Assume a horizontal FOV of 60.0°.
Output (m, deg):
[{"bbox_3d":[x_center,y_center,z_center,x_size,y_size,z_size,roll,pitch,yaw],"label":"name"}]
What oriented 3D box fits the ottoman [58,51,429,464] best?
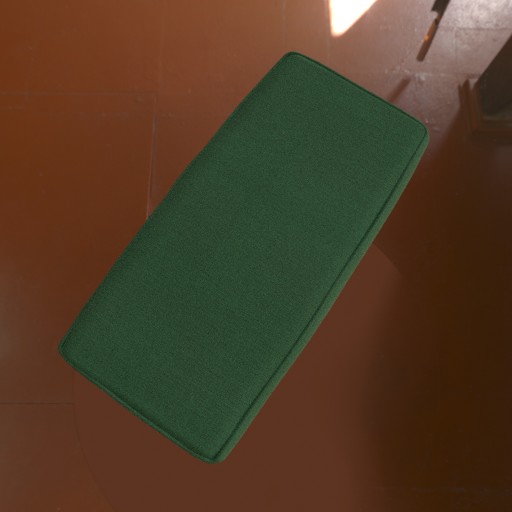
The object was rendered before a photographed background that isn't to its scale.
[{"bbox_3d":[0.000,0.000,1.238,0.483,0.471,0.957,34,78,8],"label":"ottoman"}]
